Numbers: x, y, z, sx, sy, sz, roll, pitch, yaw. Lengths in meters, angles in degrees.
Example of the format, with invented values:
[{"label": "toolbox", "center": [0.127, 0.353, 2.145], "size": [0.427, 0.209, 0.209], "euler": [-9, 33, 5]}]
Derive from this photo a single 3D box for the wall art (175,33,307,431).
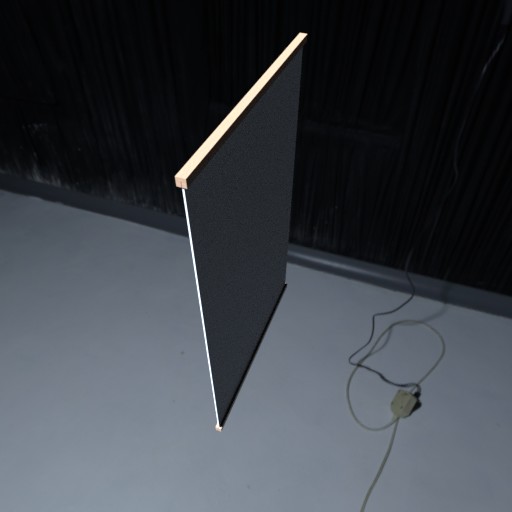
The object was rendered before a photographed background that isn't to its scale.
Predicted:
[{"label": "wall art", "center": [0.000, 0.000, 1.940], "size": [0.030, 1.519, 0.990], "euler": [16, 49, 15]}]
